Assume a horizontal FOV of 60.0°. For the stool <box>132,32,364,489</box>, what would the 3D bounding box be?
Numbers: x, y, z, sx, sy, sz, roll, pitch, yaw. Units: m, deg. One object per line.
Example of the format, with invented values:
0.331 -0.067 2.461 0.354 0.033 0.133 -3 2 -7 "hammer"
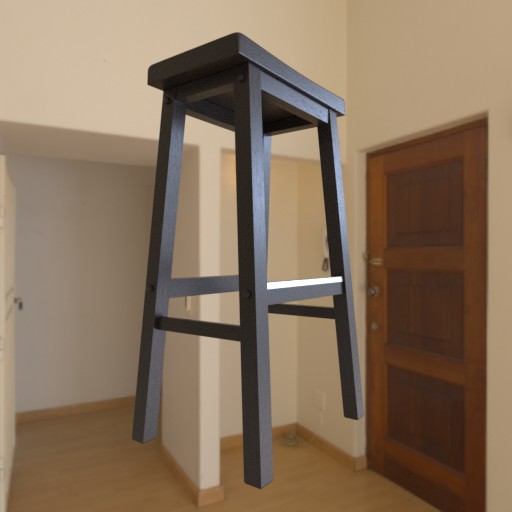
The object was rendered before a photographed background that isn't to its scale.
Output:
0.000 0.000 0.960 0.322 0.742 0.406 0 0 37 "stool"
